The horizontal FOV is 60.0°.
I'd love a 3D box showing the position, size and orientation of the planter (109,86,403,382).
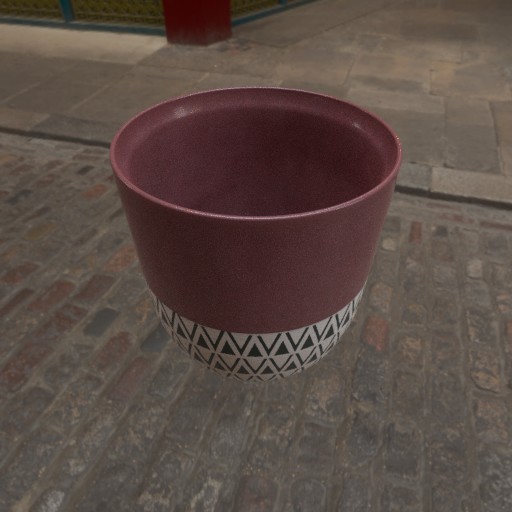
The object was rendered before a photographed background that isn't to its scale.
[{"bbox_3d":[0.000,0.000,0.371,0.195,0.214,0.195,0,40,0],"label":"planter"}]
